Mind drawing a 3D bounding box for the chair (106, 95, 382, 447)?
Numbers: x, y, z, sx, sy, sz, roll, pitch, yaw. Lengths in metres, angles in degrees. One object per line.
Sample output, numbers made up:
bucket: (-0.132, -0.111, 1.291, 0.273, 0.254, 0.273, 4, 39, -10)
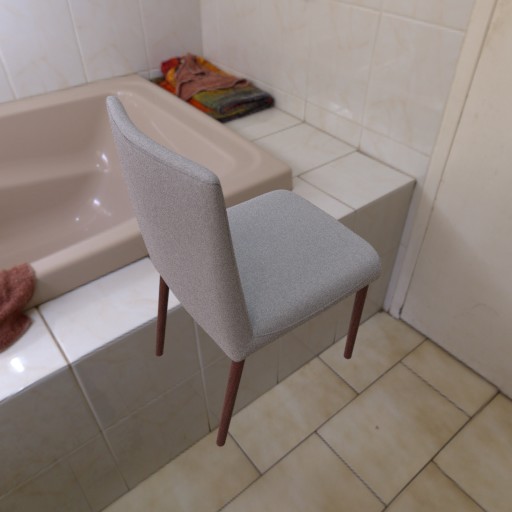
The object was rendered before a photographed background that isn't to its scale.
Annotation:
chair: (0.000, 0.000, 1.189, 0.570, 0.859, 0.456, -26, 47, -27)
